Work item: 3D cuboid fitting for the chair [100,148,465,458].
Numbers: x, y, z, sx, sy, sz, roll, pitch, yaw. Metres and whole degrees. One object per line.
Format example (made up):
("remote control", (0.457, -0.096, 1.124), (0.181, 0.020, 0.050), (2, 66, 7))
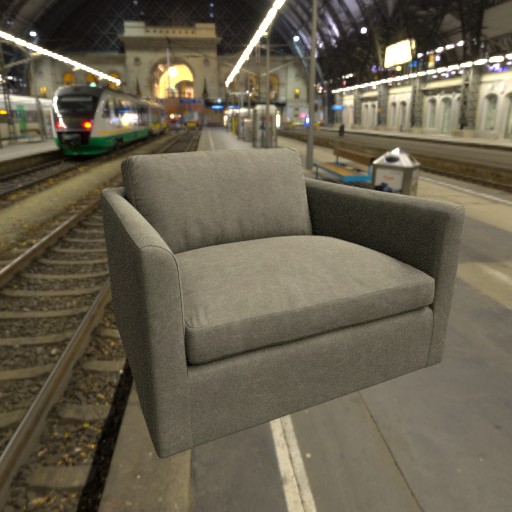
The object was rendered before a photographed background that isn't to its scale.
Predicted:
("chair", (0.000, 0.000, 1.855), (1.190, 0.845, 1.091), (-9, 19, -26))
